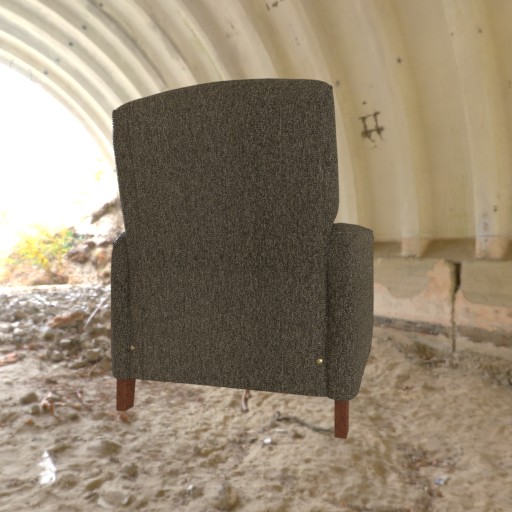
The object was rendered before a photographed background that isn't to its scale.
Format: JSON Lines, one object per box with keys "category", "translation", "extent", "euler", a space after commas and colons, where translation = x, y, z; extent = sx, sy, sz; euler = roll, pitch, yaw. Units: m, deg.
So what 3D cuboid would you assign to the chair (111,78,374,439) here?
{"category": "chair", "translation": [0.000, 0.000, 1.669], "extent": [0.848, 1.014, 0.864], "euler": [0, 0, 17]}
